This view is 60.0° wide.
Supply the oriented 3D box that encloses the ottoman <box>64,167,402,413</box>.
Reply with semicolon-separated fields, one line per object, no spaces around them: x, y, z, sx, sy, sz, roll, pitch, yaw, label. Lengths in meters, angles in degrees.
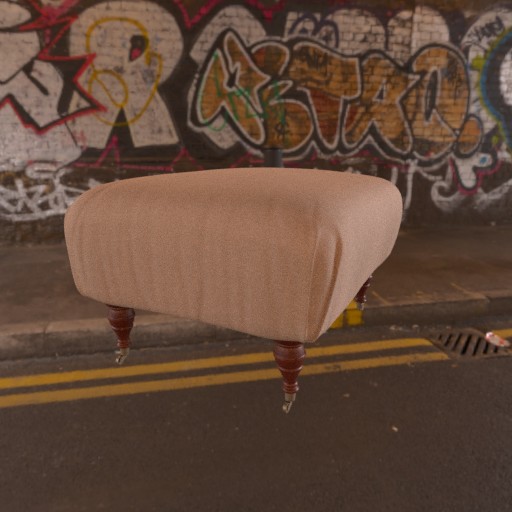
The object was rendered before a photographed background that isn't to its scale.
0.000;0.000;1.172;0.639;0.450;0.746;7;16;26;ottoman
